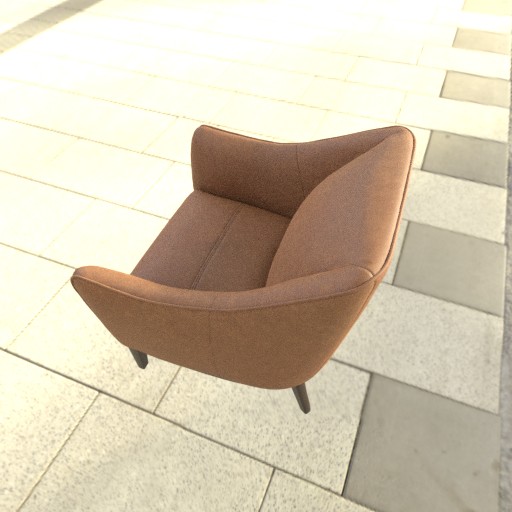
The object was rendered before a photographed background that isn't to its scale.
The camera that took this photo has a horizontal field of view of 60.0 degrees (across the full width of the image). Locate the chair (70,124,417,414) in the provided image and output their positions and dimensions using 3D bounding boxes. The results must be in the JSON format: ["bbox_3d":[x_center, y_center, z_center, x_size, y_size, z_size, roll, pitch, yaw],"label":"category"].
[{"bbox_3d":[0.000,0.000,1.561,0.852,0.830,0.871,15,49,14],"label":"chair"}]
